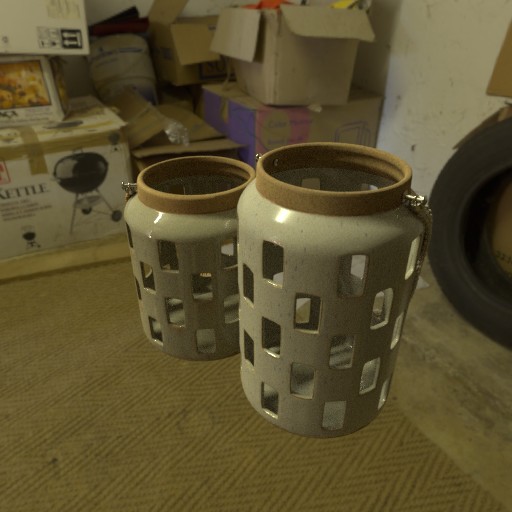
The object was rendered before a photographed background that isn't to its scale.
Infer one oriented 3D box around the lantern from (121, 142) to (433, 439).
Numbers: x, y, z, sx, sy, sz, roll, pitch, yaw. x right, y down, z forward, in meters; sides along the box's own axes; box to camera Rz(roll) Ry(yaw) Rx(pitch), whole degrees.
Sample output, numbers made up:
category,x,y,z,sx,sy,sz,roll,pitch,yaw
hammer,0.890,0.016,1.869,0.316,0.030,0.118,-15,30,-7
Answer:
category,x,y,z,sx,sy,sz,roll,pitch,yaw
lantern,0.000,0.000,0.492,0.347,0.255,0.184,23,38,33
